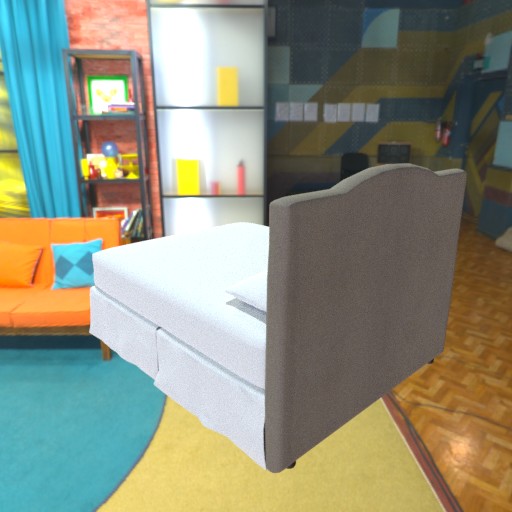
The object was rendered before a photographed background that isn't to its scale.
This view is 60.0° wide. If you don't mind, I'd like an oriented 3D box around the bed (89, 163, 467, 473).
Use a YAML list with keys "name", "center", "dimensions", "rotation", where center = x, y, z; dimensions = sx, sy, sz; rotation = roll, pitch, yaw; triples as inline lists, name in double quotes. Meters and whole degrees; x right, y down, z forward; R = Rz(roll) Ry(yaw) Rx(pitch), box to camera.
- name: "bed"
  center: [0.000, 0.000, 3.183]
  dimensions: [1.744, 1.441, 2.128]
  rotation: [-15, 23, -40]
